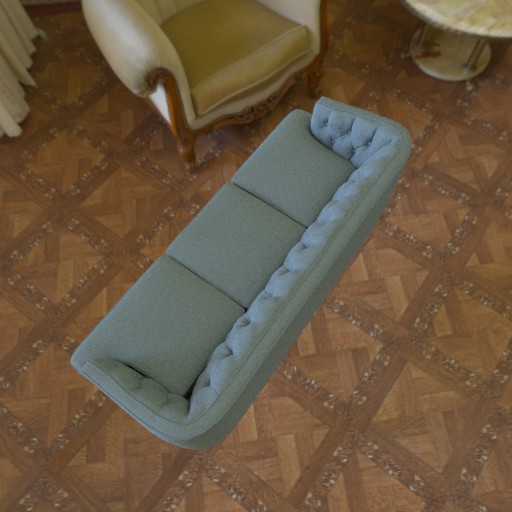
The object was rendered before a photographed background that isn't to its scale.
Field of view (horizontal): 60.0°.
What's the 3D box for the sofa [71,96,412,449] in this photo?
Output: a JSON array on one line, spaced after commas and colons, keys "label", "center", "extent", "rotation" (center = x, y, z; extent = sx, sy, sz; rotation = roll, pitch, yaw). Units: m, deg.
[{"label": "sofa", "center": [0.000, 0.000, 2.725], "extent": [0.941, 0.855, 2.278], "rotation": [33, 68, 15]}]
